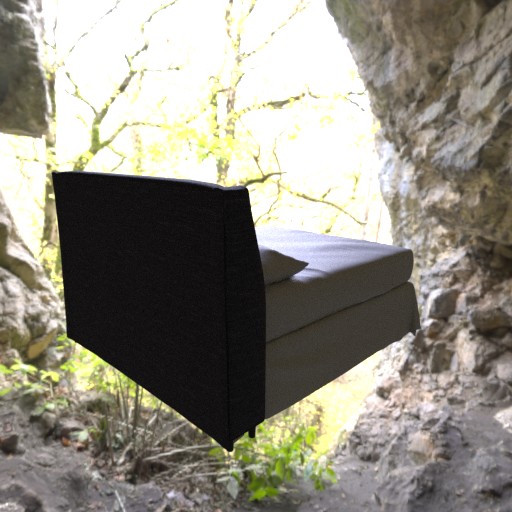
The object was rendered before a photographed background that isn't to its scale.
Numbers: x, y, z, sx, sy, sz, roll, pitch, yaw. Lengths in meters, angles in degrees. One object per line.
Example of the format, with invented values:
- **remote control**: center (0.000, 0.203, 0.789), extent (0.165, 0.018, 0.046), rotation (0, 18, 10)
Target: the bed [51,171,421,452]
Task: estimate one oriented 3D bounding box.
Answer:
- **bed**: center (0.000, 0.000, 3.428), extent (2.276, 1.332, 1.925), rotation (-13, 19, -43)
